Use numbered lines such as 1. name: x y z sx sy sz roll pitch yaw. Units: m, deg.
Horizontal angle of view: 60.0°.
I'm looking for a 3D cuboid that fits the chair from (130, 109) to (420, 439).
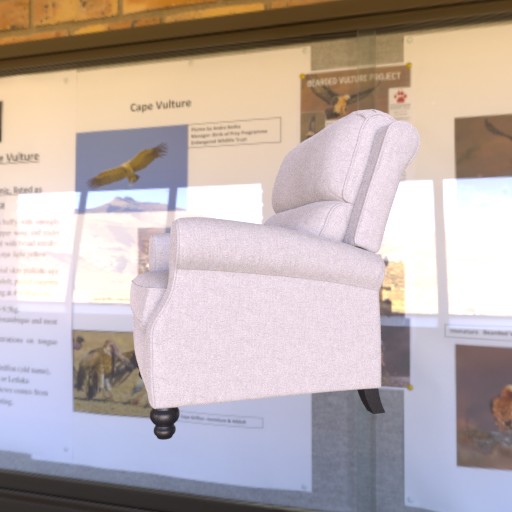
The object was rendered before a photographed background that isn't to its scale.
1. chair: 0.000 0.000 1.715 0.919 1.046 0.859 0 -1 -18
